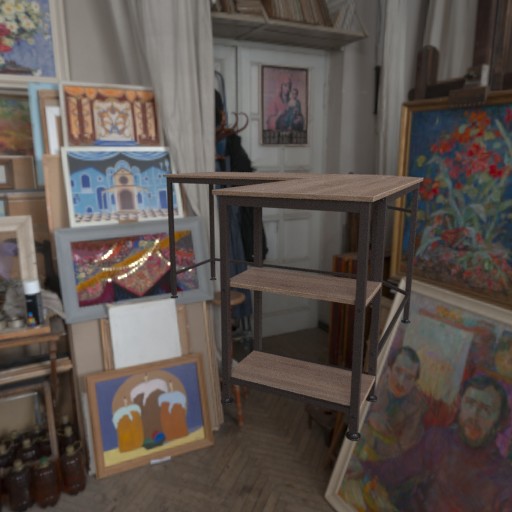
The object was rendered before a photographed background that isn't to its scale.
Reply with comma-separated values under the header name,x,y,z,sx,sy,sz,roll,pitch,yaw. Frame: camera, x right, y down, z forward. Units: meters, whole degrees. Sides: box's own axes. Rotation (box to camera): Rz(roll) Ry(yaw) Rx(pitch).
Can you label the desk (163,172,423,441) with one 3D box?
name,x,y,z,sx,sy,sz,roll,pitch,yaw
desk,0.000,0.000,2.150,1.379,0.739,1.379,6,14,26
